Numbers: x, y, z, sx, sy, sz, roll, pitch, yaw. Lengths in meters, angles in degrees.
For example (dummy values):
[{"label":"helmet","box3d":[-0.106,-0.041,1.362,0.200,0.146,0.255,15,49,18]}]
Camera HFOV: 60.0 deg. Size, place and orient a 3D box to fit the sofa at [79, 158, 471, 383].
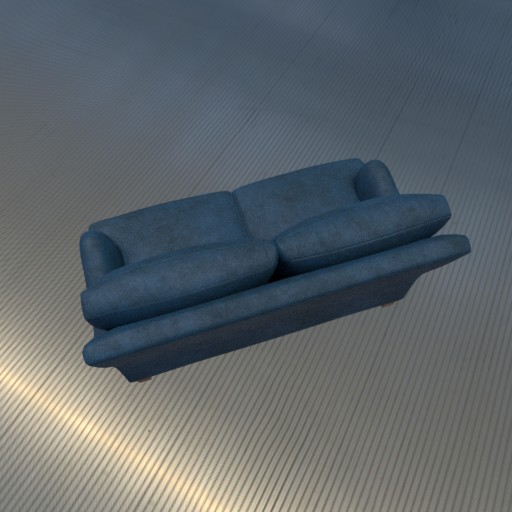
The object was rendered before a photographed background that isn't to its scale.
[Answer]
[{"label":"sofa","box3d":[0.000,0.000,2.547,1.853,1.101,1.084,-15,60,-9]}]
